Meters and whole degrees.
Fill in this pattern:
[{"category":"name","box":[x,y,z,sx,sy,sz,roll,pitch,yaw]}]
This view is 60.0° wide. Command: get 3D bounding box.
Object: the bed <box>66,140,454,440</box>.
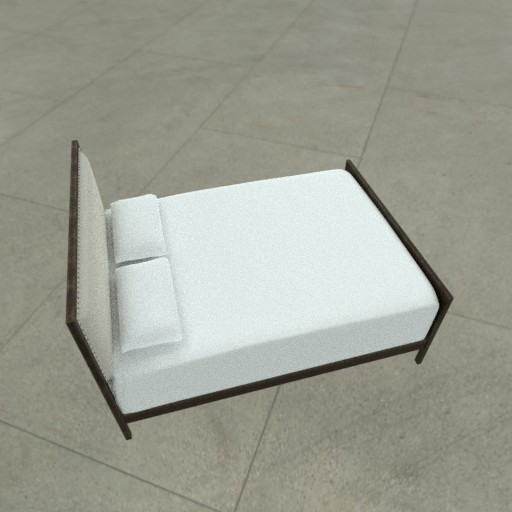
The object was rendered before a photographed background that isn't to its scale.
[{"category":"bed","box":[0.000,0.000,3.213,2.221,1.313,1.607,-11,47,-11]}]
